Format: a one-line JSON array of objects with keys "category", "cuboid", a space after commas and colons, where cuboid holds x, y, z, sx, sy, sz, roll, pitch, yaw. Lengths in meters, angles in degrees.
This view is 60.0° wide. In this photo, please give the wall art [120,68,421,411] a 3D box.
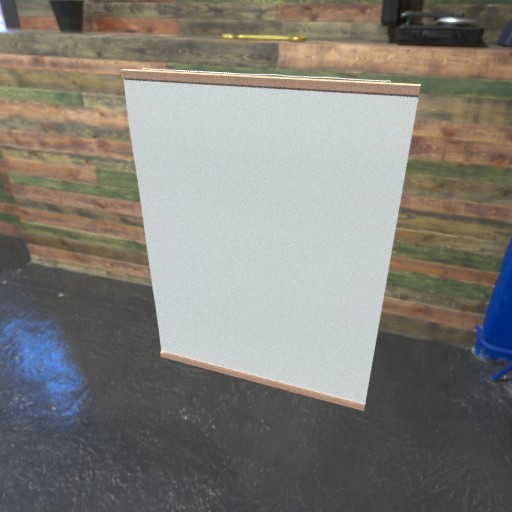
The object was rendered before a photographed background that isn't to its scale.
[{"category": "wall art", "cuboid": [0.000, 0.000, 1.319, 0.758, 1.013, 0.020, 10, 31, 17]}]
